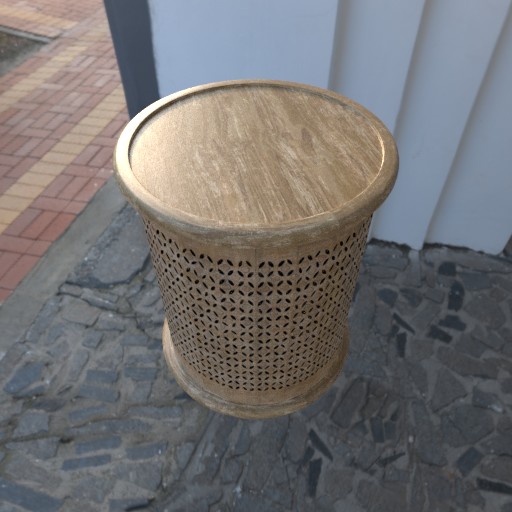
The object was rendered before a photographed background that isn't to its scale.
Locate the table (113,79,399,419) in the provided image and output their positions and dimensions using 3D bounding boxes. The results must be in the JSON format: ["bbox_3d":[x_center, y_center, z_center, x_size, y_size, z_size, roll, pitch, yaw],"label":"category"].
[{"bbox_3d":[0.000,0.000,0.810,0.407,0.482,0.407,0,46,0],"label":"table"}]
